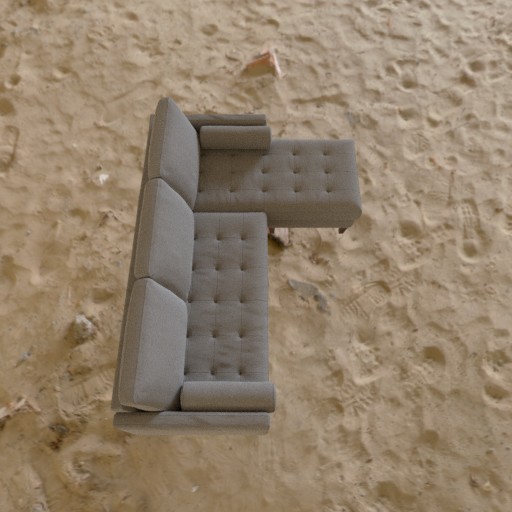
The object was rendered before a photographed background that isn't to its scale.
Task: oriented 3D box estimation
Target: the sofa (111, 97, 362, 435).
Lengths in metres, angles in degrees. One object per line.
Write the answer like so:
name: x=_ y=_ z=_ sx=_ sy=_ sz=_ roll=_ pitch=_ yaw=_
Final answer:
sofa: x=0.000 y=0.000 z=2.937 sx=1.506 sy=0.875 sz=2.178 roll=0 pitch=64 yaw=0
